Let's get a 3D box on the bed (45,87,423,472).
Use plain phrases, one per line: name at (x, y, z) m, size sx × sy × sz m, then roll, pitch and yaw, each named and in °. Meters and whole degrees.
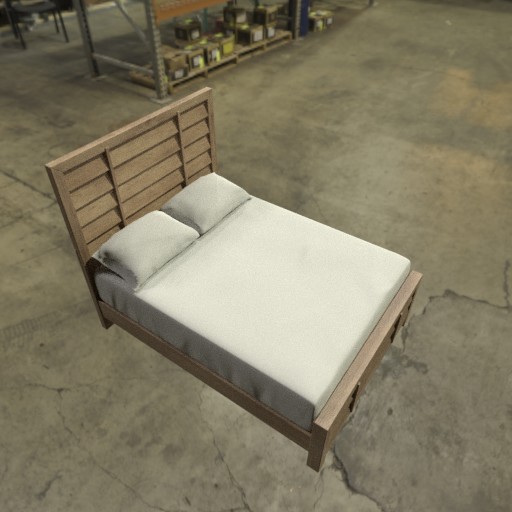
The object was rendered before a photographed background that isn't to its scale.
bed at (0.000, 0.000, 3.416) m, size 2.197 × 1.626 × 1.626 m, roll 25°, pitch 47°, yaw 26°
